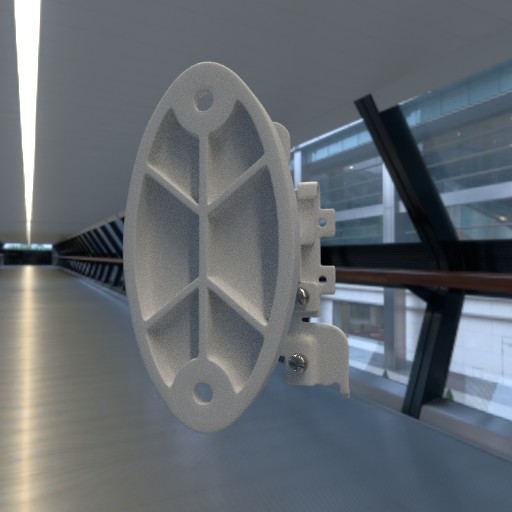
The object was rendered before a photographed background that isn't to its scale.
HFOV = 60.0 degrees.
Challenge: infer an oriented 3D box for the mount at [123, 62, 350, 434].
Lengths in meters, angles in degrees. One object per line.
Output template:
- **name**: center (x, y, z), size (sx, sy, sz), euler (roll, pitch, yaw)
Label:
- **mount**: center (0.000, 0.000, 0.172), size (0.066, 0.118, 0.100), euler (0, -1, 17)
